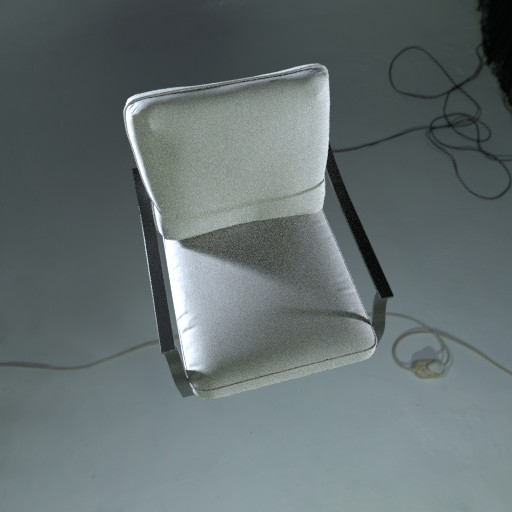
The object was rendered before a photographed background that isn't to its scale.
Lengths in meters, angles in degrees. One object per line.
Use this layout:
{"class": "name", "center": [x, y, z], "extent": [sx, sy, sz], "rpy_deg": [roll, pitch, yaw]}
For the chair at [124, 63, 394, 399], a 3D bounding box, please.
{"class": "chair", "center": [0.000, 0.000, 1.428], "extent": [0.650, 0.860, 0.787], "rpy_deg": [-13, 65, -6]}
